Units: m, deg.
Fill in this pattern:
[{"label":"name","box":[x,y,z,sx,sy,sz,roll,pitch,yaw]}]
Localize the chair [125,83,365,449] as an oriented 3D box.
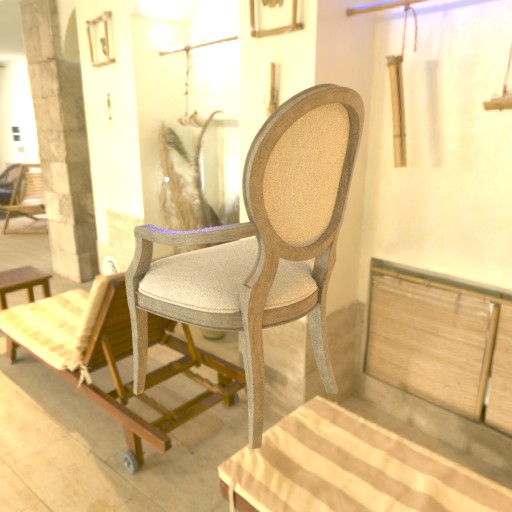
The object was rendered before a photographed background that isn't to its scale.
[{"label":"chair","box":[0.000,0.000,1.408,0.602,0.991,0.611,15,22,43]}]
